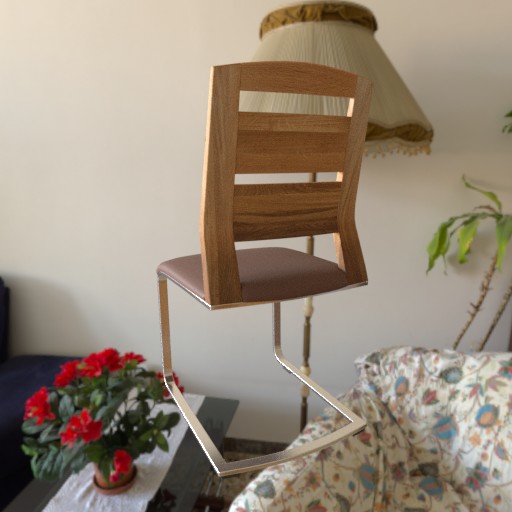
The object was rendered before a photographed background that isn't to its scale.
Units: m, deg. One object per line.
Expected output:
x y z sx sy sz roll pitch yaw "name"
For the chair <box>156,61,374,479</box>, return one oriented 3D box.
0.000 0.000 1.290 0.460 0.970 0.570 -6 14 -26 "chair"
